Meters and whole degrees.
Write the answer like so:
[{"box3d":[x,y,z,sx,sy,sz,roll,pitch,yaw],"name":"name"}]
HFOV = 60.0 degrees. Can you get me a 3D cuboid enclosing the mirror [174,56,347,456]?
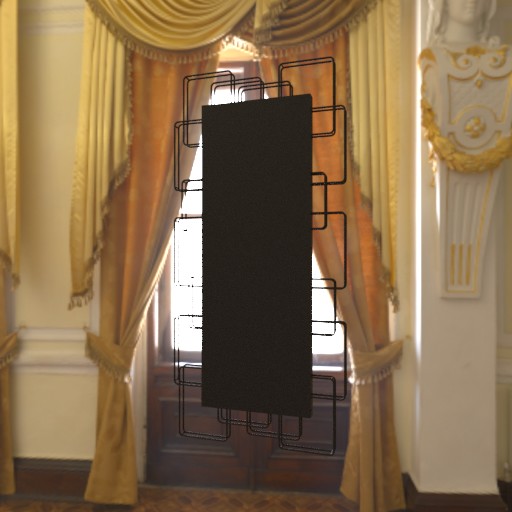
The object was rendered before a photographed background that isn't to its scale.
[{"box3d":[0.000,0.000,1.407,0.565,1.192,0.037,0,0,17],"name":"mirror"}]
